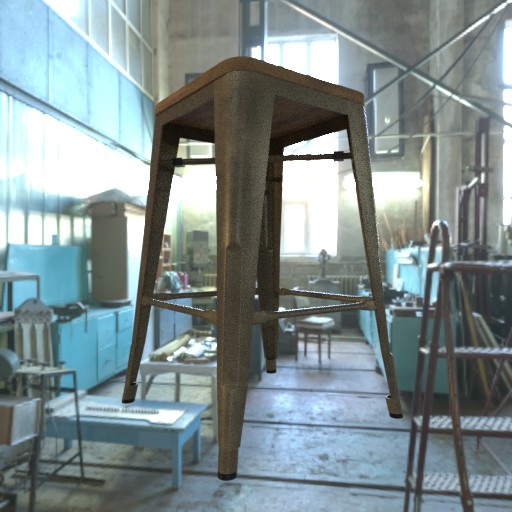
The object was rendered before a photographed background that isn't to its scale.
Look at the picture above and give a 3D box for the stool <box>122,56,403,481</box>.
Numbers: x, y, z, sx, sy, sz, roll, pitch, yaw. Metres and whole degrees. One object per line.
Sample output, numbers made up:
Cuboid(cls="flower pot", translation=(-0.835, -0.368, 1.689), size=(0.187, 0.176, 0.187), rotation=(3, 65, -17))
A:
Cuboid(cls="stool", translation=(0.000, 0.000, 0.880), size=(0.407, 0.607, 0.407), rotation=(0, 1, -36))
